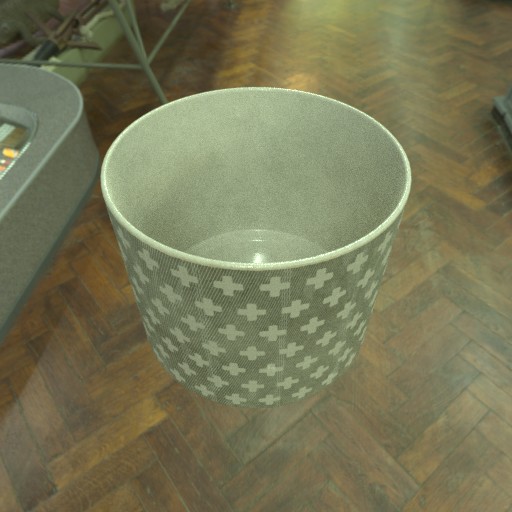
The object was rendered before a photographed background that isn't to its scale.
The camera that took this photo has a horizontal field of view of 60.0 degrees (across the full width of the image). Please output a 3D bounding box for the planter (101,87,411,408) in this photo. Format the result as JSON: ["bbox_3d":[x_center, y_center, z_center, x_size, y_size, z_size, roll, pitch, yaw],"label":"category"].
[{"bbox_3d":[0.000,0.000,0.343,0.190,0.181,0.190,0,46,0],"label":"planter"}]
